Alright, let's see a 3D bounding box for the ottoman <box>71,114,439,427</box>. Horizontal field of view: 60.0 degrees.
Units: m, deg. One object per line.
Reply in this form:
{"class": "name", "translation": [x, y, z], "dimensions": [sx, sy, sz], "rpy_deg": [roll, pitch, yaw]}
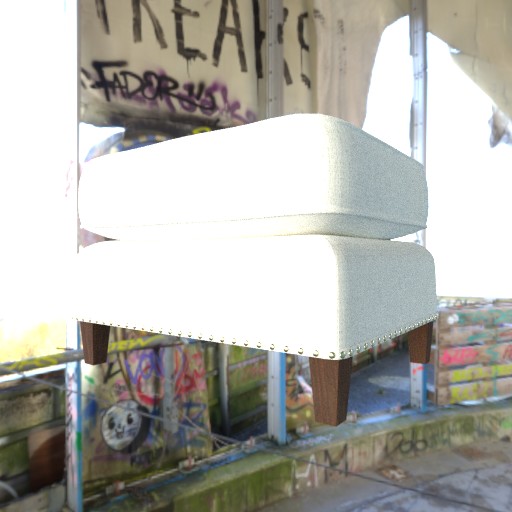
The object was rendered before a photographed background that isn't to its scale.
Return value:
{"class": "ottoman", "translation": [0.000, 0.000, 1.108], "dimensions": [0.738, 0.537, 0.589], "rpy_deg": [0, 0, 36]}
